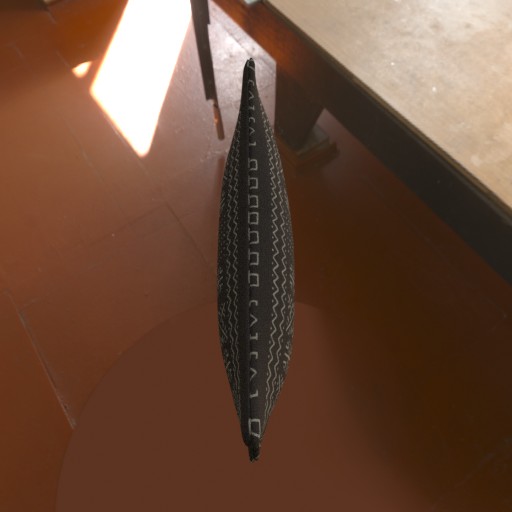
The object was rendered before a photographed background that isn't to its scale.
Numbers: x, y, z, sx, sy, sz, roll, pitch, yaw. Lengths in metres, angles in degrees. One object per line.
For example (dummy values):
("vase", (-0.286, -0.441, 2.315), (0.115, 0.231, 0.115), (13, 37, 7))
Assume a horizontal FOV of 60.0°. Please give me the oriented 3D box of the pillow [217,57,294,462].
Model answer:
("pillow", (0.000, 0.000, 0.802), (0.135, 0.322, 0.667), (-1, 63, 0))
